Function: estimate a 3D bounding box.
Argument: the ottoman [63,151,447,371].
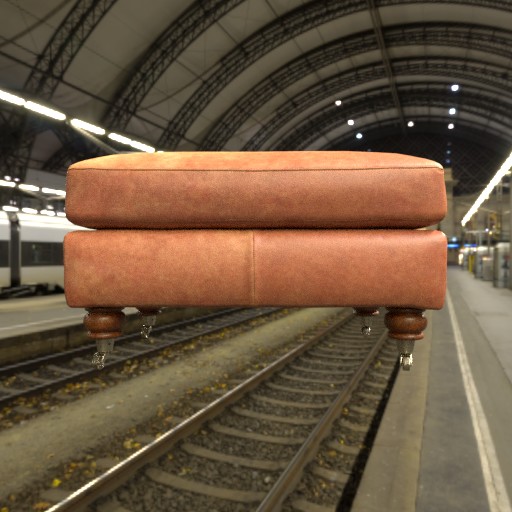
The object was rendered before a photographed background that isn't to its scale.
[{"bbox_3d":[0.000,0.000,1.205,0.852,0.507,0.565,0,0,1],"label":"ottoman"}]
